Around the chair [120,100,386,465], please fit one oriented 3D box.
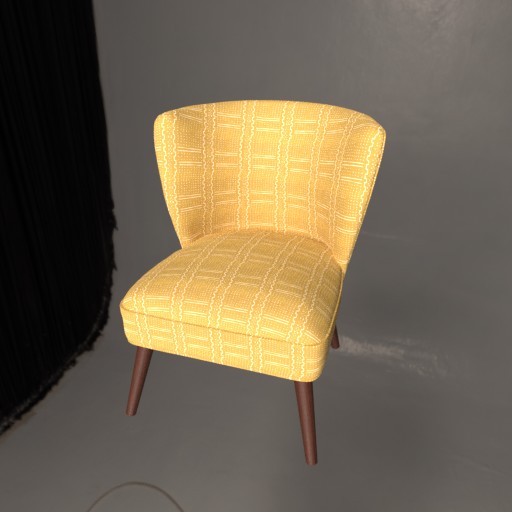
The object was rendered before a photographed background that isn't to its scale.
[{"bbox_3d":[0.000,0.000,1.433,0.706,0.866,0.758,8,28,16],"label":"chair"}]
